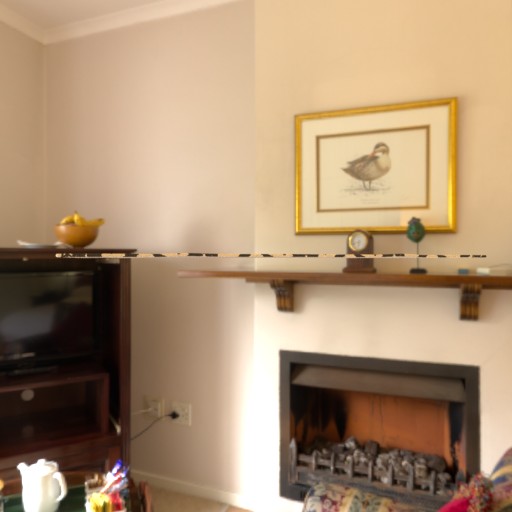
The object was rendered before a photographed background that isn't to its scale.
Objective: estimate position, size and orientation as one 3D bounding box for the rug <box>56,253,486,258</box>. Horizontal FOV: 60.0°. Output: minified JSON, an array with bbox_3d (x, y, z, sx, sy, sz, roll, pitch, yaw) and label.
[{"bbox_3d":[0.000,0.000,4.395,3.369,0.036,2.444,0,0,-17],"label":"rug"}]
